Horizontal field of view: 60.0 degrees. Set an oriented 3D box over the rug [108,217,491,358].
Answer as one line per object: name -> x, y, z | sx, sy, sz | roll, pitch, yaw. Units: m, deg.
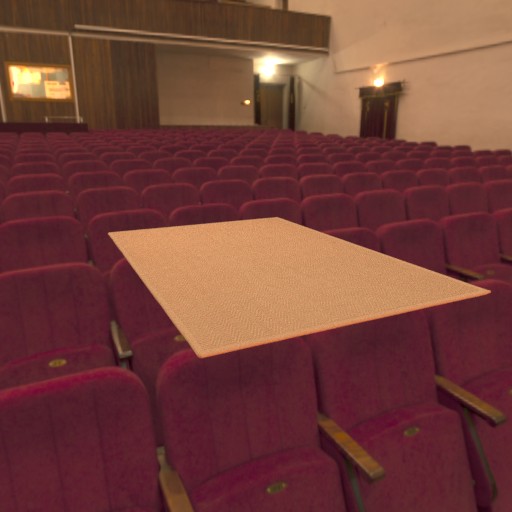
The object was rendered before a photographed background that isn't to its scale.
rug -> 0.000, 0.000, 2.866 | 1.532, 0.017, 2.244 | -7, 17, -25
